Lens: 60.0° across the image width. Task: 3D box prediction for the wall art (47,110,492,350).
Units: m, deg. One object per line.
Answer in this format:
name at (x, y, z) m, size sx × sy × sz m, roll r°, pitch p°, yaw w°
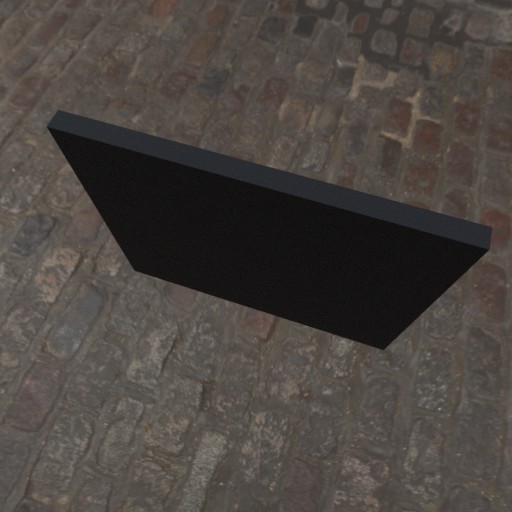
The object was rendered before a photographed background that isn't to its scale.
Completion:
wall art at (0.000, 0.000, 0.743) m, size 0.558 × 0.457 × 0.031 m, roll 17°, pitch 65°, yaw 8°
